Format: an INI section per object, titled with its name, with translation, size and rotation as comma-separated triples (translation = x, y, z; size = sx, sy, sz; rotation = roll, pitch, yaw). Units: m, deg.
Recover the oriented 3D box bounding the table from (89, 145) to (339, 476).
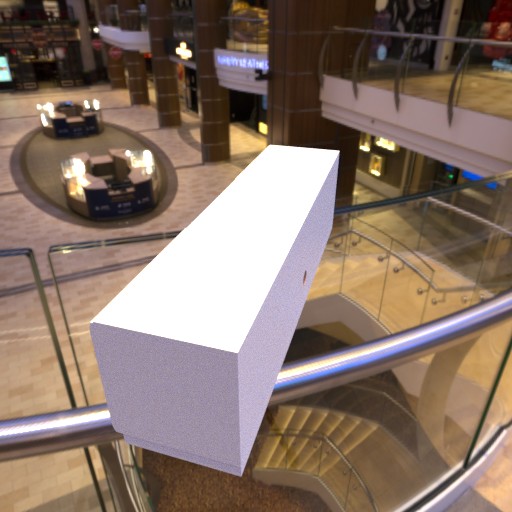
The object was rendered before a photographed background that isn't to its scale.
[table]
translation = 0.000, 0.000, 1.754
size = 0.400, 0.440, 1.550
rotation = 9, 31, 15
